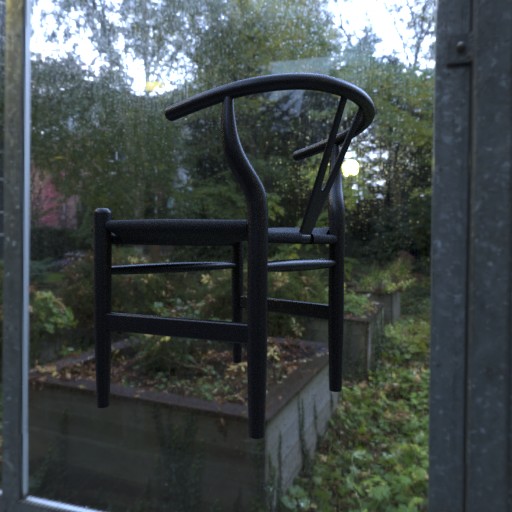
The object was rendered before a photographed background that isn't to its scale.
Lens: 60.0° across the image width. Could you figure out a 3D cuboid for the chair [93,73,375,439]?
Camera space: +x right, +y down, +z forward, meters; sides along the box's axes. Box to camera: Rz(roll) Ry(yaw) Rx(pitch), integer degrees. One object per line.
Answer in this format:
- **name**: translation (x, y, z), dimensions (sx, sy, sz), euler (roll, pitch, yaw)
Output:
- **chair**: translation (0.000, 0.000, 1.130), dimensions (0.579, 0.730, 0.569), euler (1, 1, 36)
